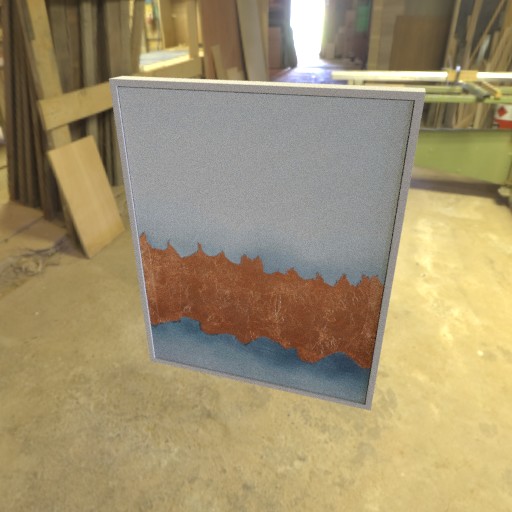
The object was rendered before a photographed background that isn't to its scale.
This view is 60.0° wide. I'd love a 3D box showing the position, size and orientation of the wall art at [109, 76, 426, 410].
[{"bbox_3d":[0.000,0.000,0.755,0.451,0.553,0.039,8,30,15],"label":"wall art"}]
